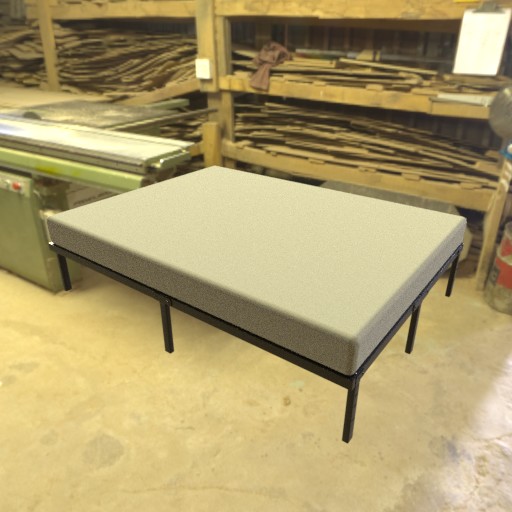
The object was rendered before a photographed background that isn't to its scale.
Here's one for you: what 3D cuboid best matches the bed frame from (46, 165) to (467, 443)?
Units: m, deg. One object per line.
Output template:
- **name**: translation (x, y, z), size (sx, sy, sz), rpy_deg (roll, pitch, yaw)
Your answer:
- **bed frame**: translation (0.000, 0.000, 3.552), size (2.635, 0.680, 1.990), rpy_deg (18, 31, 33)
